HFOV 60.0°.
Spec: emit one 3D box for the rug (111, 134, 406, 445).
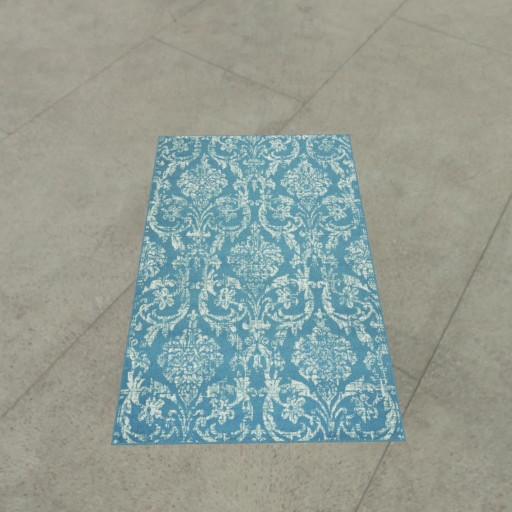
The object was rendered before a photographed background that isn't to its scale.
[{"bbox_3d":[0.000,0.000,3.474,1.816,0.018,2.746,-1,57,0],"label":"rug"}]
